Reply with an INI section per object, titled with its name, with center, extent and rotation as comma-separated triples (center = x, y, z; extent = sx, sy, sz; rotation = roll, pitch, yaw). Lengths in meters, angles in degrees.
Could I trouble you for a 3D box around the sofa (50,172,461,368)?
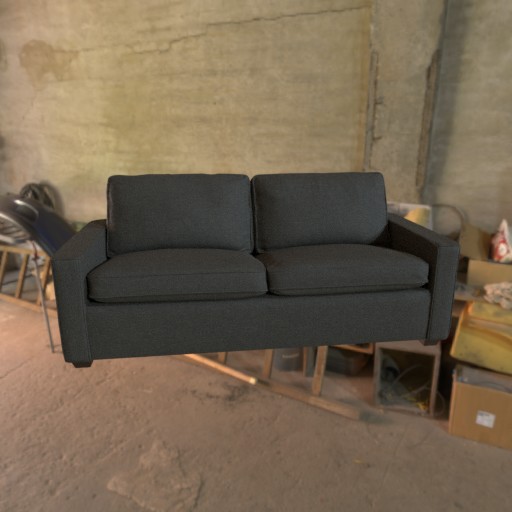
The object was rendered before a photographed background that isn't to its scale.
[sofa]
center = 0.000, 0.000, 2.636
extent = 2.080, 0.919, 0.940
rotation = -2, 17, -7
